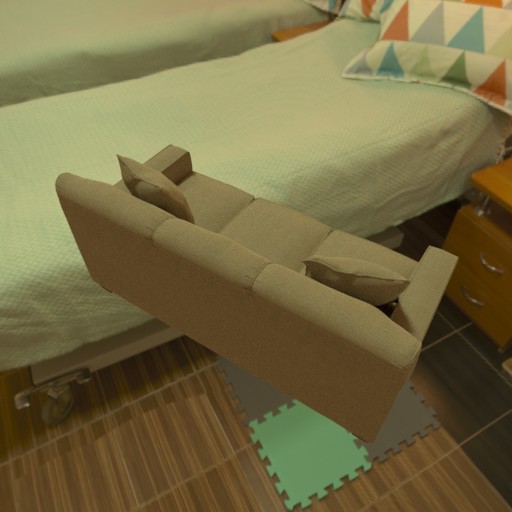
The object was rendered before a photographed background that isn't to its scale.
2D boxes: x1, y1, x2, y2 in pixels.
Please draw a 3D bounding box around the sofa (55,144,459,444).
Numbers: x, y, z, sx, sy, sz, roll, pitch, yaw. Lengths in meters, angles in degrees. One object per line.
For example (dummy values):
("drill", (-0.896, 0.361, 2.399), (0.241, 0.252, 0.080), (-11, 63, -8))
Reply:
("sofa", (0.000, 0.000, 2.598), (2.024, 0.958, 0.997), (25, 52, 22))
